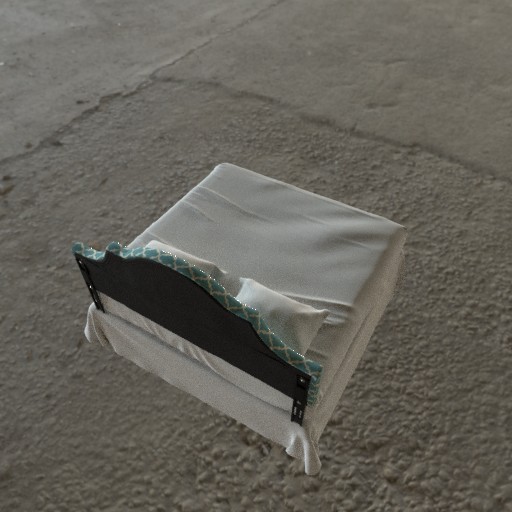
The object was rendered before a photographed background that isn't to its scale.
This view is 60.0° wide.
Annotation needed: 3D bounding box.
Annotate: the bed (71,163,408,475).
[{"bbox_3d":[0.000,0.000,3.709,2.314,1.601,2.222,24,51,21],"label":"bed"}]
